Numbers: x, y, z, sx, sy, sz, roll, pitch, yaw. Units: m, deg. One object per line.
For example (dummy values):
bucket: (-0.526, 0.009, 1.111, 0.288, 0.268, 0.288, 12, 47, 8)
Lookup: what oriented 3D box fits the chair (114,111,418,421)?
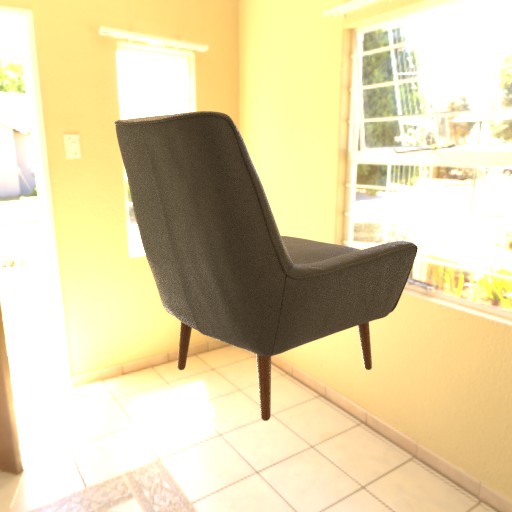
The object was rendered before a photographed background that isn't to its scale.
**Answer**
chair: (0.000, 0.000, 1.516, 0.822, 0.888, 0.787, -12, 18, -43)
